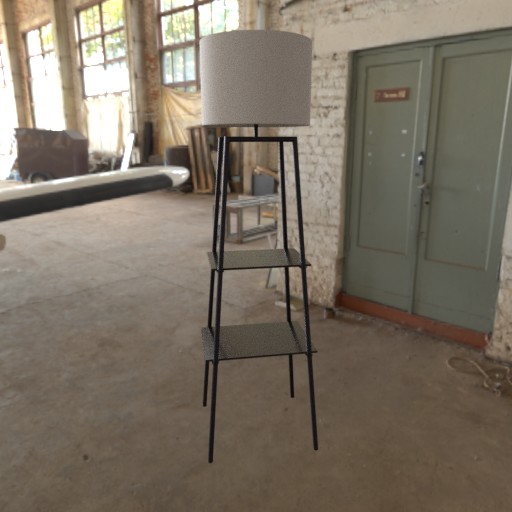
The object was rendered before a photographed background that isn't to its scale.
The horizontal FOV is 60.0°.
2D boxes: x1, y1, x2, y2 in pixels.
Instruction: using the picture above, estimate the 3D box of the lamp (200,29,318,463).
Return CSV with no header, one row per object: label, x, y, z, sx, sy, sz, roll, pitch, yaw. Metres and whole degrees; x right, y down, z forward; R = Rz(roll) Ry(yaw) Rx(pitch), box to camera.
lamp,0.000,0.000,1.670,0.427,1.474,0.384,-3,15,-10
